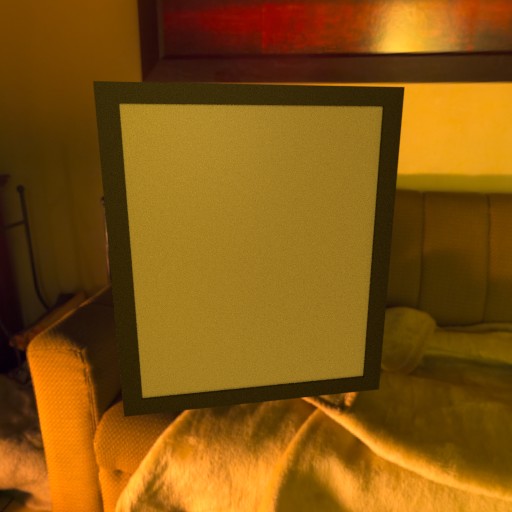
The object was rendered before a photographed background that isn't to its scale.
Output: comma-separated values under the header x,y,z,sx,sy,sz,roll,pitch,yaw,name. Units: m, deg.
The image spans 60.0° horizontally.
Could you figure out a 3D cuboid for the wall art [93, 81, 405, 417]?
x,y,z,sx,sy,sz,roll,pitch,yaw,name
0.000,0.000,0.528,0.330,0.381,0.029,-3,16,-10,wall art
